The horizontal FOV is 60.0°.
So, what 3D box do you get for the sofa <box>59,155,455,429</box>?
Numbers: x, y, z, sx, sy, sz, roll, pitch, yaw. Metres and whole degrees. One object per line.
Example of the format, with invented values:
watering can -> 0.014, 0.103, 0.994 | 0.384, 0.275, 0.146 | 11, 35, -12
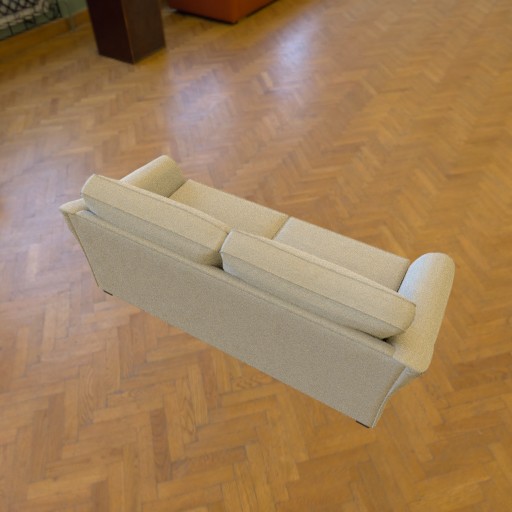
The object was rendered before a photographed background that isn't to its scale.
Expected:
sofa -> 0.000, 0.000, 2.804 | 2.270, 0.965, 0.980 | 23, 51, 20
